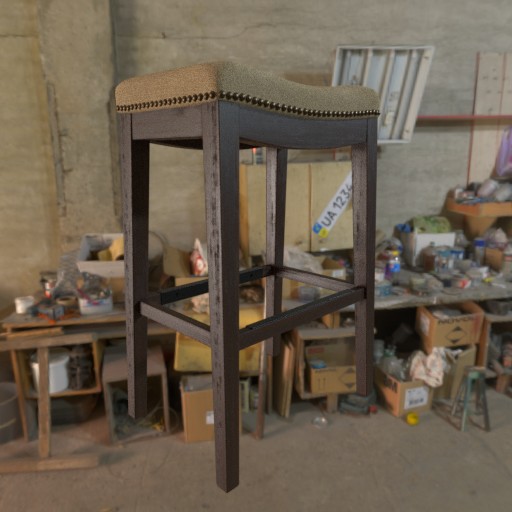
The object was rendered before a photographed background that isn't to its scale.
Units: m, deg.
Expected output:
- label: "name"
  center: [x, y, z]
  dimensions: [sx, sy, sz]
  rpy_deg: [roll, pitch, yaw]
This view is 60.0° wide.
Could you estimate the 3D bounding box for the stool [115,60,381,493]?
- label: "stool"
  center: [0.000, 0.000, 1.034]
  dimensions: [0.509, 0.768, 0.363]
  rpy_deg: [-12, 18, -43]
